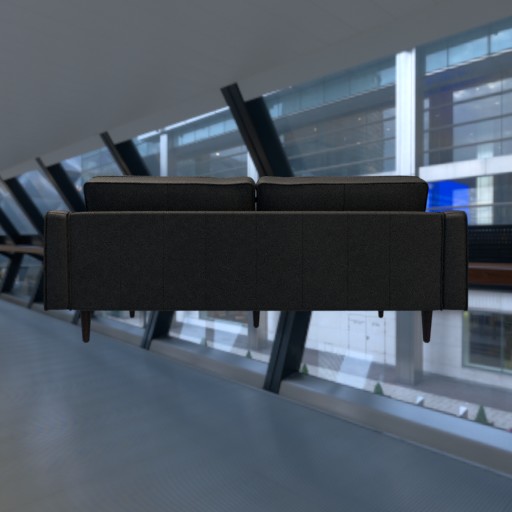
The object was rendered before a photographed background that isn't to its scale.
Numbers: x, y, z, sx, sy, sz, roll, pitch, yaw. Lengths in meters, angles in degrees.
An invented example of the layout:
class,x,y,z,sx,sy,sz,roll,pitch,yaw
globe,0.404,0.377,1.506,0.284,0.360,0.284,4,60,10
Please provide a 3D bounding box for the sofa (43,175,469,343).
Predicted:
class,x,y,z,sx,sy,sz,roll,pitch,yaw
sofa,0.000,0.000,2.363,1.879,0.770,0.921,0,1,0
